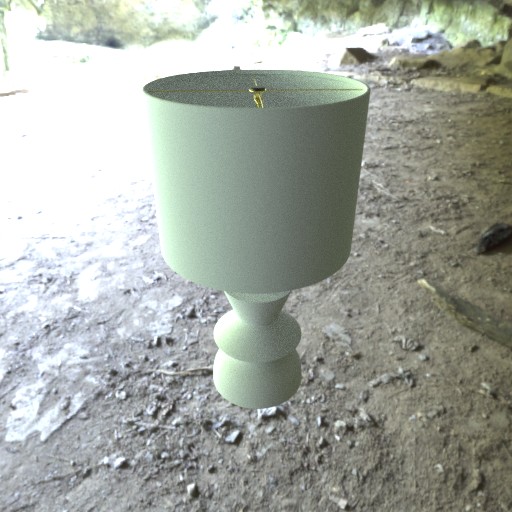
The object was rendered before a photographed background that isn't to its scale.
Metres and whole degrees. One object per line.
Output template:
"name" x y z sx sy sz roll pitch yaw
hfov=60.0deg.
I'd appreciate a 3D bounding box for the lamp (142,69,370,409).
"lamp" 0.000 0.000 0.730 0.301 0.533 0.301 -1 30 -2
